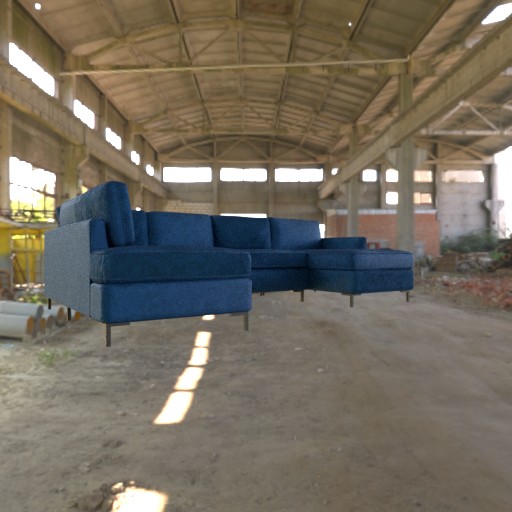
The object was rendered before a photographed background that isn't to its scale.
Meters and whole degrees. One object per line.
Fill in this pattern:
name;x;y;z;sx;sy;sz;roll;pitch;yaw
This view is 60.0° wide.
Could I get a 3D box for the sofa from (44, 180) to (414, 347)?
sofa;0.000;0.000;4.230;3.434;0.992;2.055;0;0;-34
